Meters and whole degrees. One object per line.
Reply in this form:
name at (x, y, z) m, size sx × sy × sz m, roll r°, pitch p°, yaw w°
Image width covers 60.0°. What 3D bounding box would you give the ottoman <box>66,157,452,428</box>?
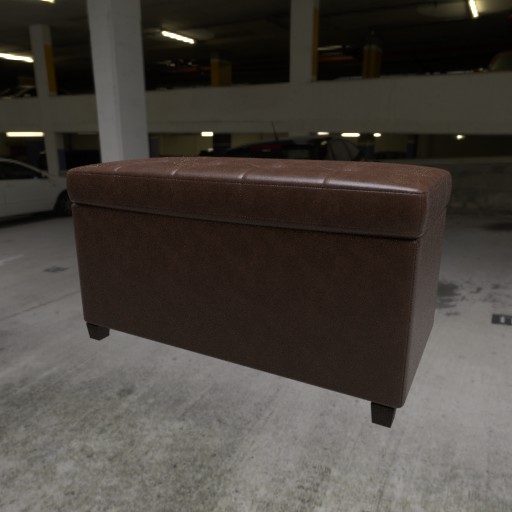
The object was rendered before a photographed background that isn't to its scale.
ottoman at (0.000, 0.000, 1.118) m, size 0.838 × 0.470 × 0.432 m, roll 8°, pitch 18°, yaw 27°
